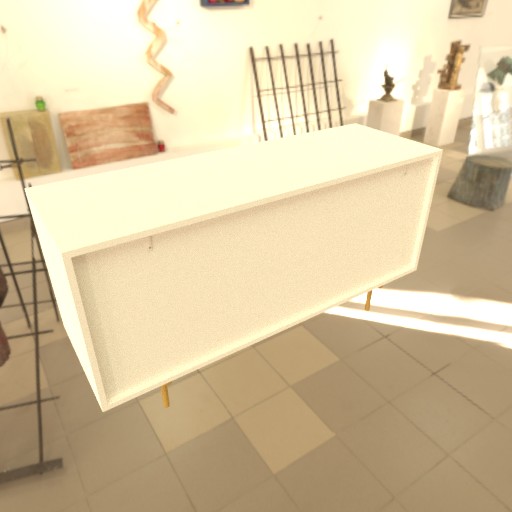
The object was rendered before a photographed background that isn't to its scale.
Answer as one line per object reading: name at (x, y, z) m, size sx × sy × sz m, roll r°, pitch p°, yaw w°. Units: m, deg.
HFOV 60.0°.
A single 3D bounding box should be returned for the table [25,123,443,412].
table at (0.000, 0.000, 1.836) m, size 1.500 × 0.769 × 0.508 m, roll -19°, pitch 36°, yaw -28°
